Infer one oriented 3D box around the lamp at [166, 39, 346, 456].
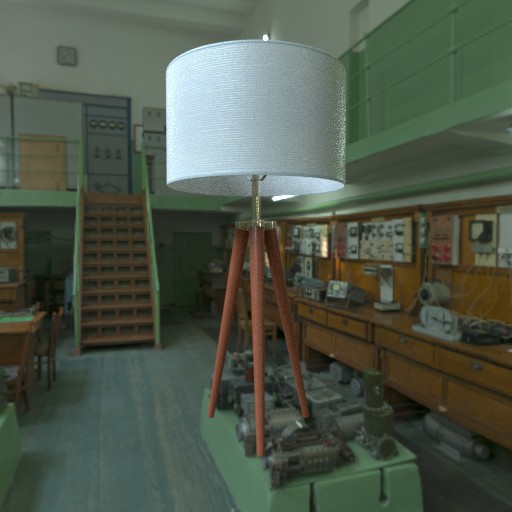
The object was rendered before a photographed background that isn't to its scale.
[{"bbox_3d":[0.000,0.000,0.902,0.354,0.709,0.355,-1,2,-20],"label":"lamp"}]
